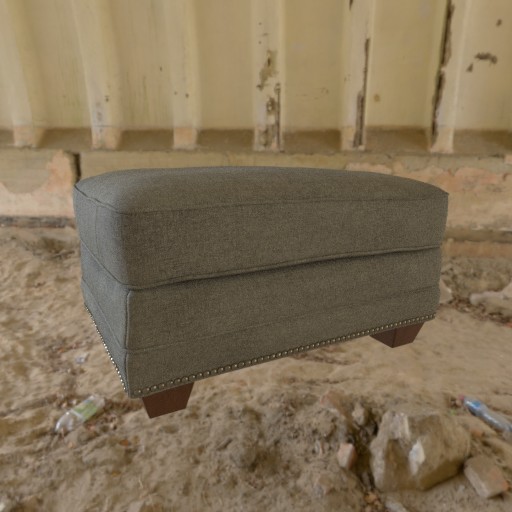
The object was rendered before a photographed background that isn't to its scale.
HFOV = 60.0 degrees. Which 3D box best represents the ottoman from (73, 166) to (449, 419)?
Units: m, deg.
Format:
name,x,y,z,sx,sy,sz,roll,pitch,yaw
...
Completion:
name,x,y,z,sx,sy,sz,roll,pitch,yaw
ottoman,0.000,0.000,1.142,0.813,0.457,0.561,-8,16,-28
